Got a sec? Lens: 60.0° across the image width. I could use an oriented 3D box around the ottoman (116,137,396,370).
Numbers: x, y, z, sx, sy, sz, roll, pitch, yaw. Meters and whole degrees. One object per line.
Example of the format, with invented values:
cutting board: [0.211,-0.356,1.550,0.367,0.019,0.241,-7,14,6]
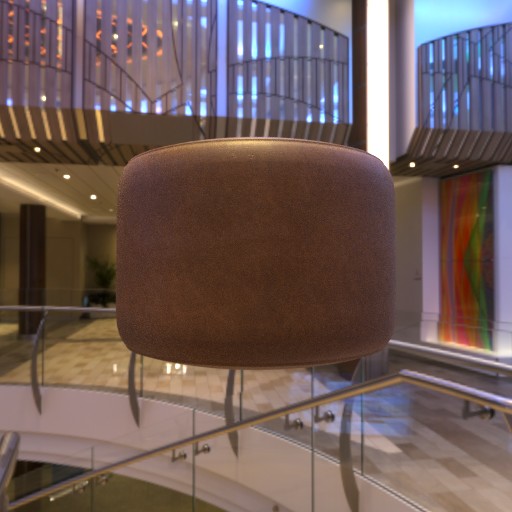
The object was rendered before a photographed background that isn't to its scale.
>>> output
ottoman: [0.000,0.000,1.010,0.607,0.438,0.607,0,-1,0]
